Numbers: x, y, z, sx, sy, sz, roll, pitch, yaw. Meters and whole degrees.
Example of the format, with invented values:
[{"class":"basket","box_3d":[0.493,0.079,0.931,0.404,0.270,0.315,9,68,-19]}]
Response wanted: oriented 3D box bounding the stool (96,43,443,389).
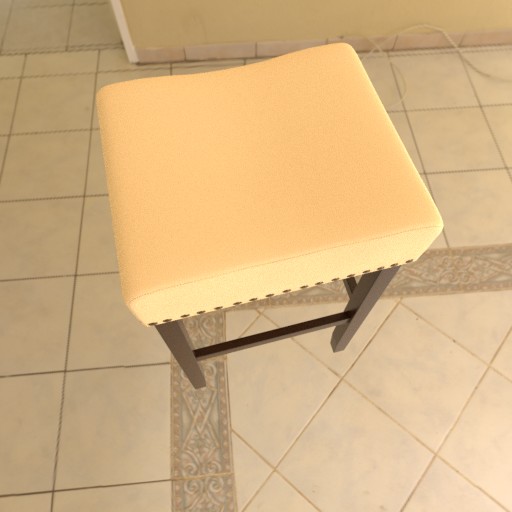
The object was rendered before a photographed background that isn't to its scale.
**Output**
[{"class":"stool","box_3d":[0.000,0.000,1.020,0.471,0.762,0.401,-13,64,-6]}]
